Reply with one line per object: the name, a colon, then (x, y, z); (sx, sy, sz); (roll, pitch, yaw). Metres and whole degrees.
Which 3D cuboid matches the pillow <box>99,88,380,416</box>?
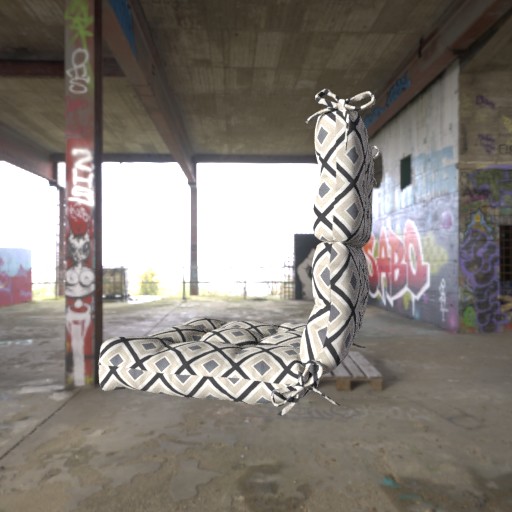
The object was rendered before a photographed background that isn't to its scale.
pillow: (0.000, 0.000, 1.062); (0.571, 0.605, 0.519); (0, 0, 17)
